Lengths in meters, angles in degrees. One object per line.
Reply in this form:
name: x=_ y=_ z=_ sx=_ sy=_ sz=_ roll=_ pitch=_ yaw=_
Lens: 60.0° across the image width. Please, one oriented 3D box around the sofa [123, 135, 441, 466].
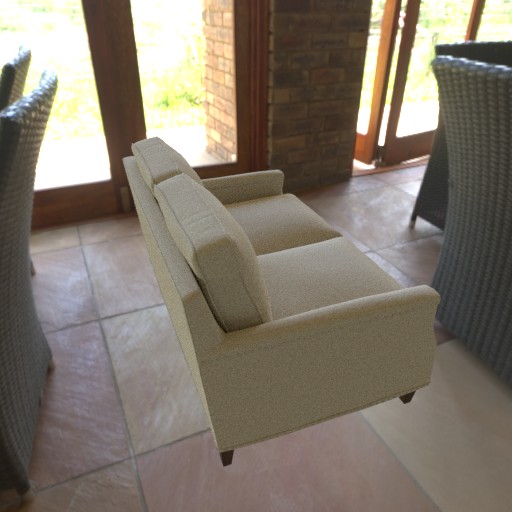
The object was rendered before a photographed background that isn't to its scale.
sofa: x=0.000 y=0.000 z=2.272 sx=1.084 sy=1.003 sz=1.597 roll=-11 pitch=32 yaw=-18
